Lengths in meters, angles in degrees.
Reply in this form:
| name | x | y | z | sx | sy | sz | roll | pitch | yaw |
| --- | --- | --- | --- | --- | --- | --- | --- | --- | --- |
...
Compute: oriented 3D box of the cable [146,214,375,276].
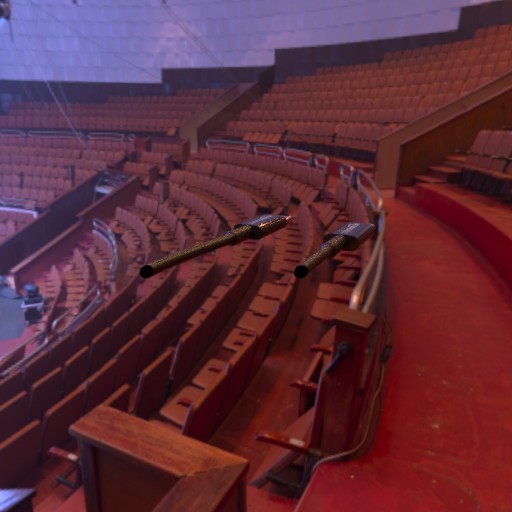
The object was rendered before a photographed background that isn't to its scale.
| name | x | y | z | sx | sy | sz | roll | pitch | yaw |
| --- | --- | --- | --- | --- | --- | --- | --- | --- | --- |
| cable | 0.000 | 0.000 | 0.113 | 0.041 | 0.005 | 0.098 | 8 | 18 | 26 |
